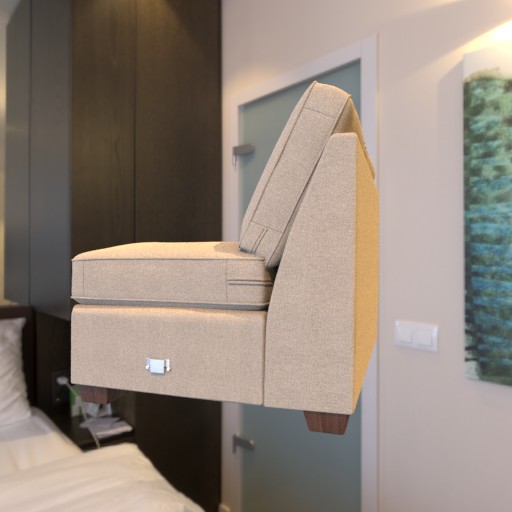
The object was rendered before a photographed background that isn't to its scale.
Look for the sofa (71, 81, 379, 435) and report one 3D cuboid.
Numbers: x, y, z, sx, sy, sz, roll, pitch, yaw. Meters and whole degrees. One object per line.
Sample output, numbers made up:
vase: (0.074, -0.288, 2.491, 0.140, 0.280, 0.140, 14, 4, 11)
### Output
sofa: (0.000, 0.000, 1.929, 0.978, 1.006, 1.232, 0, 0, 18)
